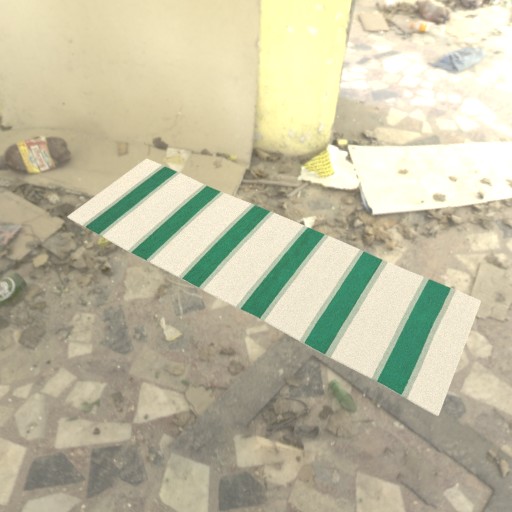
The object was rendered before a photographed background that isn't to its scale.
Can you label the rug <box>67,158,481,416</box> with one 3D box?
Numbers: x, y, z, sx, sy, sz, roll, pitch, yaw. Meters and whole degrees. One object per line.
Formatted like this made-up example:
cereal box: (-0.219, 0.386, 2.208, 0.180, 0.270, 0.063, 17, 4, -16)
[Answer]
rug: (0.000, 0.000, 2.656, 2.438, 0.012, 0.768, 25, 53, 21)
